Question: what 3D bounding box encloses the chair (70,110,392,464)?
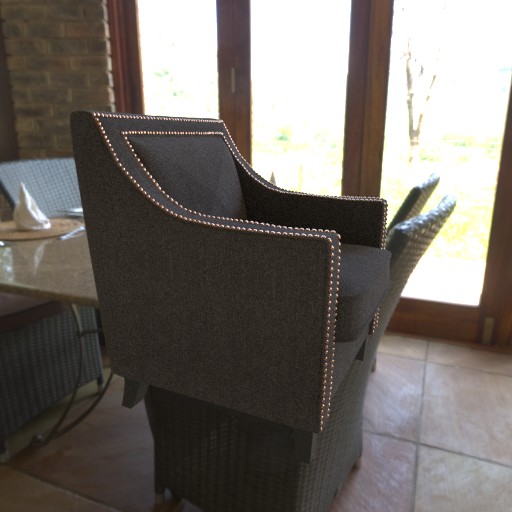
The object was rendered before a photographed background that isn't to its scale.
[{"bbox_3d":[0.000,0.000,1.566,0.884,0.967,0.776,7,17,25],"label":"chair"}]
